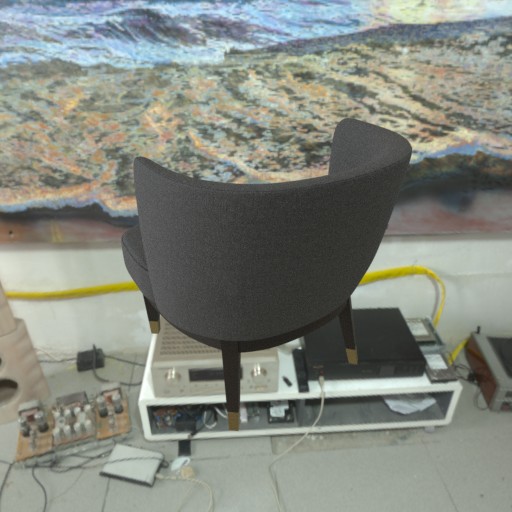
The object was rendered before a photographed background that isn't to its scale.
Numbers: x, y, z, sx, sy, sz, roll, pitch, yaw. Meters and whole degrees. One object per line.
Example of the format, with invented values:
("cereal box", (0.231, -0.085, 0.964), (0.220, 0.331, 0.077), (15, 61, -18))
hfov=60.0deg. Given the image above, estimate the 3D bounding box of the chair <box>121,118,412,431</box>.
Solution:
("chair", (0.000, 0.000, 1.259), (0.639, 0.695, 0.698), (-19, 36, -29))
